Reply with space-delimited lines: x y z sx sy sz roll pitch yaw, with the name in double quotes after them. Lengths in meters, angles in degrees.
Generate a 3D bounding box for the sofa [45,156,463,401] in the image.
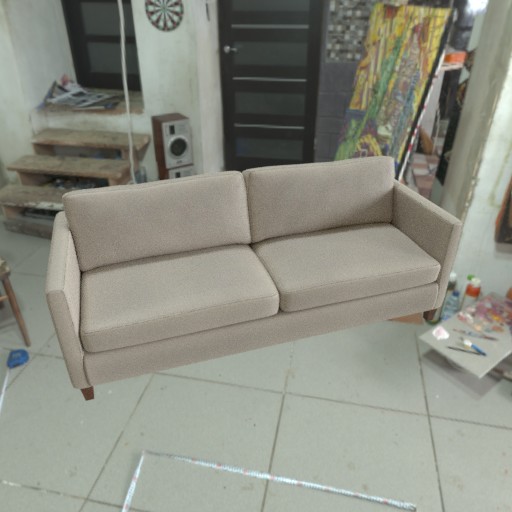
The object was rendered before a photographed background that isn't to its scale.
0.000 0.000 2.848 2.361 0.968 0.951 -10 33 -15 "sofa"
